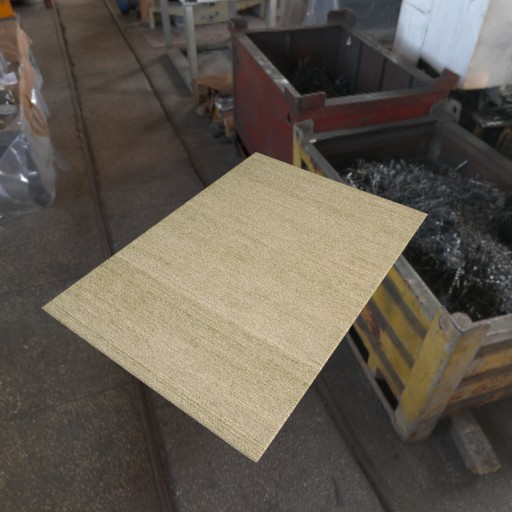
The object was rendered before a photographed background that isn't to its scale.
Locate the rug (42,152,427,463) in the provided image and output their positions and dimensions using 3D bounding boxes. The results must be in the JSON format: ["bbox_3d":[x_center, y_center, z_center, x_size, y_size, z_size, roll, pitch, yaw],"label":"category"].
[{"bbox_3d":[0.000,0.000,5.272,2.782,0.025,3.935,26,49,25],"label":"rug"}]
